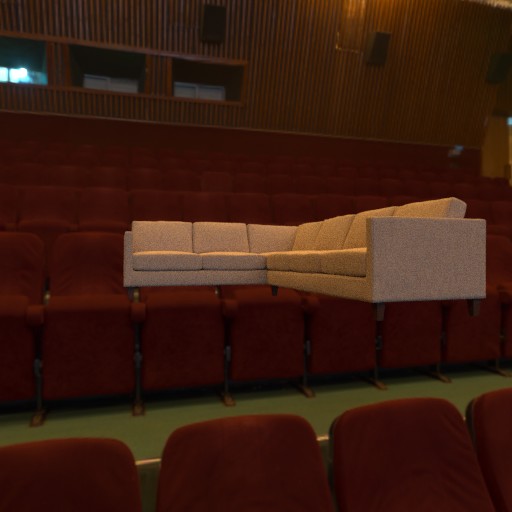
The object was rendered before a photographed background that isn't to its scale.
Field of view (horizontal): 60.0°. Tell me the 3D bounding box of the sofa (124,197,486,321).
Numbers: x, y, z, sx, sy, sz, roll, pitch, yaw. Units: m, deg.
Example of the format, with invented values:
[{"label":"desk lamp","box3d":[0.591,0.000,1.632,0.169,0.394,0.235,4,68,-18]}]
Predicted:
[{"label":"sofa","box3d":[0.000,0.000,4.270,2.432,0.863,3.182,0,0,-17]}]
